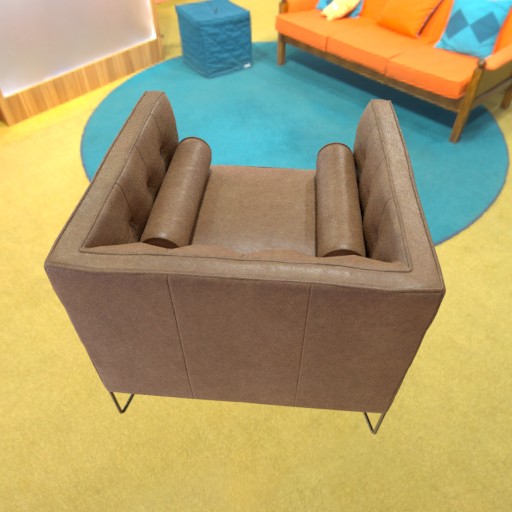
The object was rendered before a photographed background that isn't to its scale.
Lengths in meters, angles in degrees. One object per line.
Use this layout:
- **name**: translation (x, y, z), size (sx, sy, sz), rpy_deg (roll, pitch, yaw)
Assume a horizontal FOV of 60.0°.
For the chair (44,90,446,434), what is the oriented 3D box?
- **chair**: translation (0.000, 0.000, 1.551), size (0.920, 0.797, 0.912), rpy_deg (3, 46, 3)
